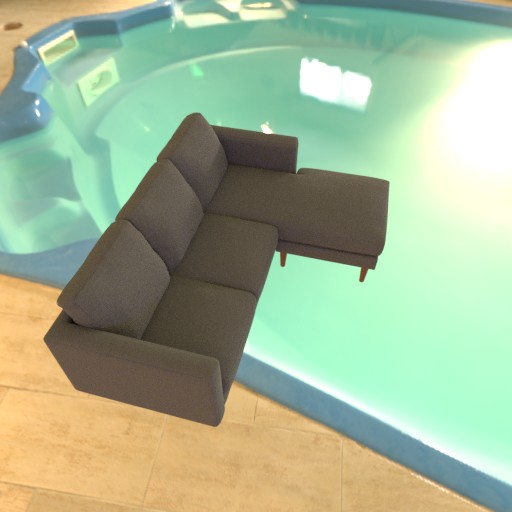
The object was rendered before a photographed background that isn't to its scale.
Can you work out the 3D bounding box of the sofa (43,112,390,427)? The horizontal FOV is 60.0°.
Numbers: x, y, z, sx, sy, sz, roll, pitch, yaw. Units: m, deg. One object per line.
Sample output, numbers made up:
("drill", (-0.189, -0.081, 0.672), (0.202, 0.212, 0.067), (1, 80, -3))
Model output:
("sofa", (0.000, 0.000, 2.820), (1.591, 0.897, 2.031), (11, 48, 10))
